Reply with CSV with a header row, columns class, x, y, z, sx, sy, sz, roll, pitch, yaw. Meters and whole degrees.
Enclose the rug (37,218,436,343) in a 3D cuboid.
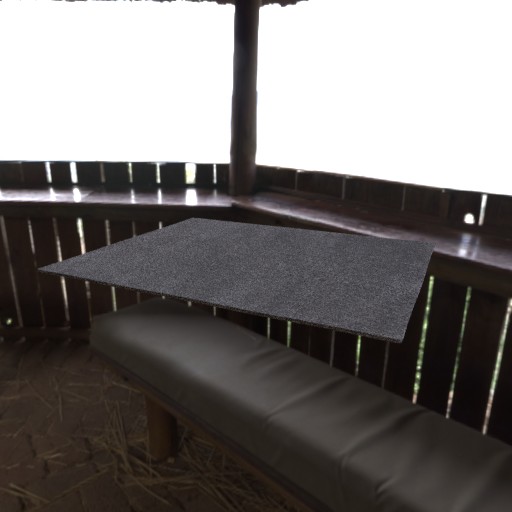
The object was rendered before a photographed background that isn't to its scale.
class,x,y,z,sx,sy,sz,roll,pitch,yaw
rug,0.000,0.000,4.192,3.000,0.025,2.401,8,18,24
